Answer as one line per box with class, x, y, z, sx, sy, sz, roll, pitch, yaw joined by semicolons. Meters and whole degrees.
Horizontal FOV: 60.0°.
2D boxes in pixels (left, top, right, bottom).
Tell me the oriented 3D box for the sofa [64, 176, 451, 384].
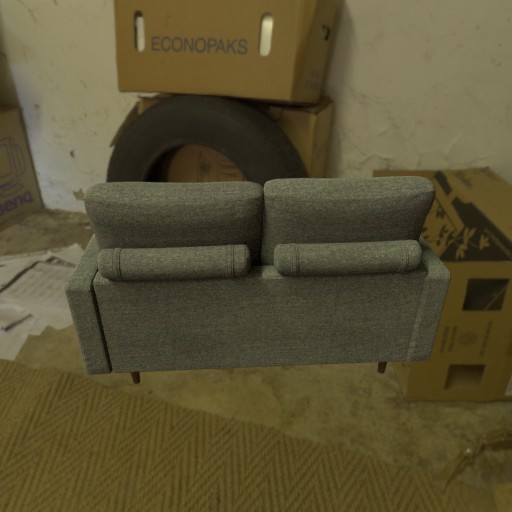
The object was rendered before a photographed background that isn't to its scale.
sofa;0.000;0.000;1.978;1.407;0.907;0.842;-2;30;-3
